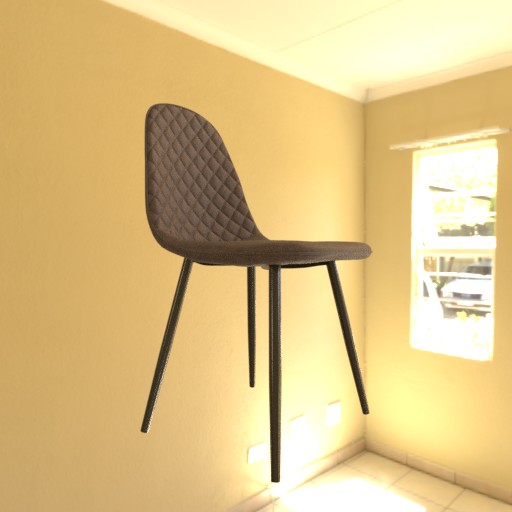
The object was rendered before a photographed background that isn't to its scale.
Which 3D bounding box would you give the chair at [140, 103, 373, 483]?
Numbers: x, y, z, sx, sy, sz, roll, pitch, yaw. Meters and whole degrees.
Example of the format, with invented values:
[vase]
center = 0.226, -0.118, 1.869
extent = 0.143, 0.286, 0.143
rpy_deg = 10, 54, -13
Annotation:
[chair]
center = 0.000, 0.000, 1.184
extent = 0.561, 0.889, 0.472
rpy_deg = 1, 2, 37
